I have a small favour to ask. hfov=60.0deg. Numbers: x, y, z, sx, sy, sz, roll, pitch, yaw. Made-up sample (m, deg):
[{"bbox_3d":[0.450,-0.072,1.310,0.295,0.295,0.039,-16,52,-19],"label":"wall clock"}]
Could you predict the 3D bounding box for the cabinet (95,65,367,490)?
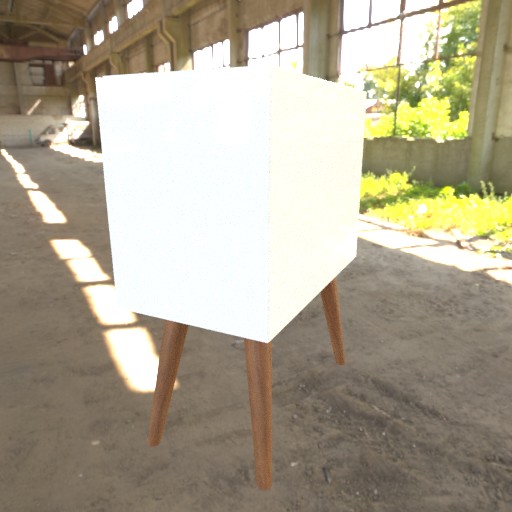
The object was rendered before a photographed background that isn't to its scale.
[{"bbox_3d":[0.000,0.000,1.072,0.344,0.772,0.591,8,18,26],"label":"cabinet"}]
